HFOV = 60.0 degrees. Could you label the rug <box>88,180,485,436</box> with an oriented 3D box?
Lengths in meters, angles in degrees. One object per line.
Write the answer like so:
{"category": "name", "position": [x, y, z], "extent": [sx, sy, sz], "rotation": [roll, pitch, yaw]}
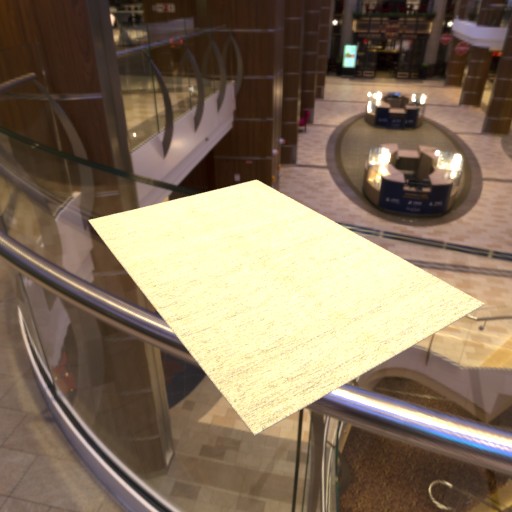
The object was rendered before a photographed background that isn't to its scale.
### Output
{"category": "rug", "position": [0.000, 0.000, 2.359], "extent": [1.250, 0.015, 1.850], "rotation": [-19, 35, -29]}
